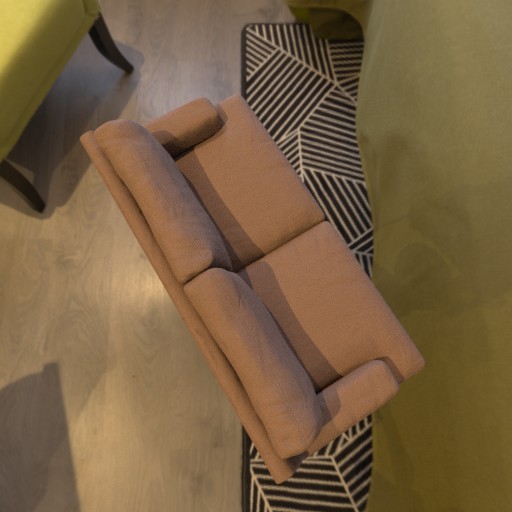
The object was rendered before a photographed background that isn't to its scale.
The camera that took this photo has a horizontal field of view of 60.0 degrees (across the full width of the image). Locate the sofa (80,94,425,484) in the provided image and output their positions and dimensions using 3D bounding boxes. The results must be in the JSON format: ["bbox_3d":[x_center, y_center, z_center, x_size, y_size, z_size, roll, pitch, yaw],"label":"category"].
[{"bbox_3d":[0.000,0.000,2.778,1.140,0.950,2.274,-31,78,-8],"label":"sofa"}]
